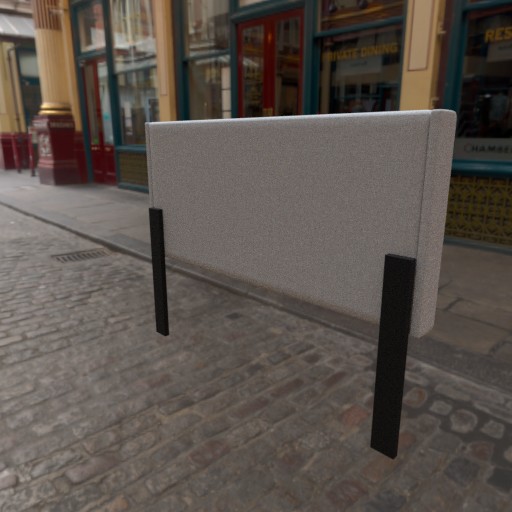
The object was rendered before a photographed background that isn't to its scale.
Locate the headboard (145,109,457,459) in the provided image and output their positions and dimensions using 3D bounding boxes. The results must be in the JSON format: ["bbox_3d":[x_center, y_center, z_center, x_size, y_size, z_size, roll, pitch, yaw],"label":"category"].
[{"bbox_3d":[0.000,0.000,2.563,0.184,1.524,2.051,-14,21,-43],"label":"headboard"}]
